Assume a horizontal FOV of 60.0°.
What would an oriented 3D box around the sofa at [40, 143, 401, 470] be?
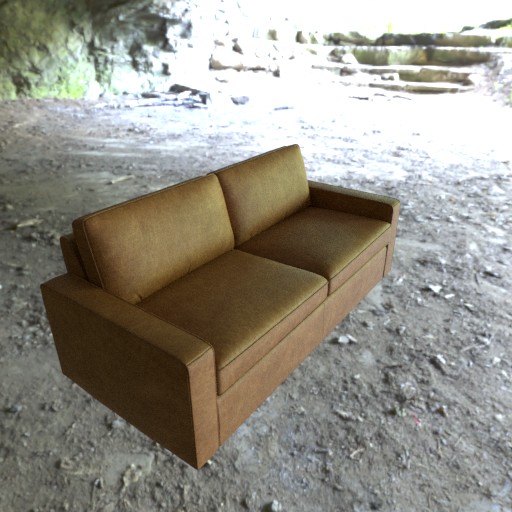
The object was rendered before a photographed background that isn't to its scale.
[{"bbox_3d":[0.000,0.000,2.623,0.991,0.928,2.156,19,33,32],"label":"sofa"}]
